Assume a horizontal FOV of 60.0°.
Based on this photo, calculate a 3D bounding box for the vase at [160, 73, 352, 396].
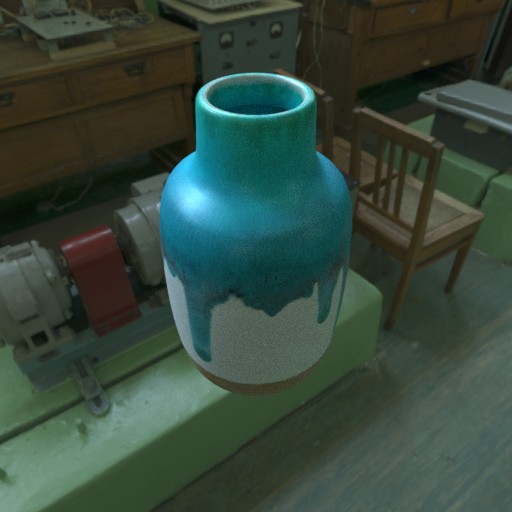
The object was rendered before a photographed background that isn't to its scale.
[{"bbox_3d":[0.000,0.000,0.258,0.106,0.192,0.106,0,42,0],"label":"vase"}]
